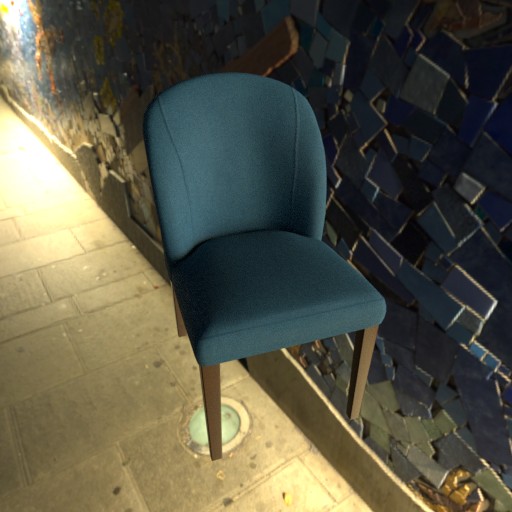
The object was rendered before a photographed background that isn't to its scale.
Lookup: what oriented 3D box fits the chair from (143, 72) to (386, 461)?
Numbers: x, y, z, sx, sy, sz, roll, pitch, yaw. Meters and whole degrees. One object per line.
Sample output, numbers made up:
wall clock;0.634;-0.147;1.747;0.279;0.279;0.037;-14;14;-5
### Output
chair;0.000;0.000;1.254;0.507;0.879;0.620;-10;33;-16
